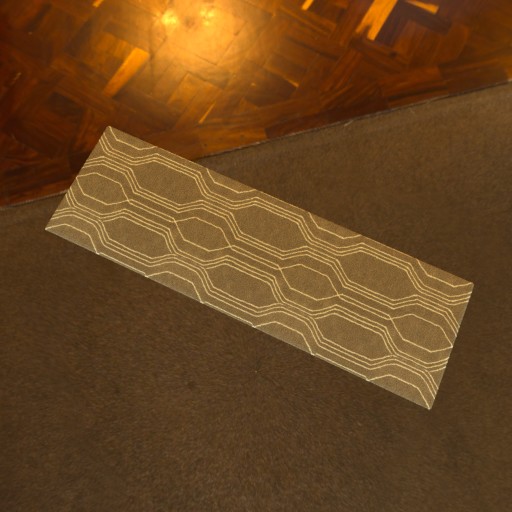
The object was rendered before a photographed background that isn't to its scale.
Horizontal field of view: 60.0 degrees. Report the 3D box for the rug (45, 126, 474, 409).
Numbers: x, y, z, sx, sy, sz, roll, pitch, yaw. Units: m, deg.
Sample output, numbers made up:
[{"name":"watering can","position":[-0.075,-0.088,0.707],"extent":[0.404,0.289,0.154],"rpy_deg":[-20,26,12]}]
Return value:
[{"name":"rug","position":[0.000,0.000,2.640],"extent":[2.464,0.012,0.773],"rpy_deg":[24,77,6]}]
